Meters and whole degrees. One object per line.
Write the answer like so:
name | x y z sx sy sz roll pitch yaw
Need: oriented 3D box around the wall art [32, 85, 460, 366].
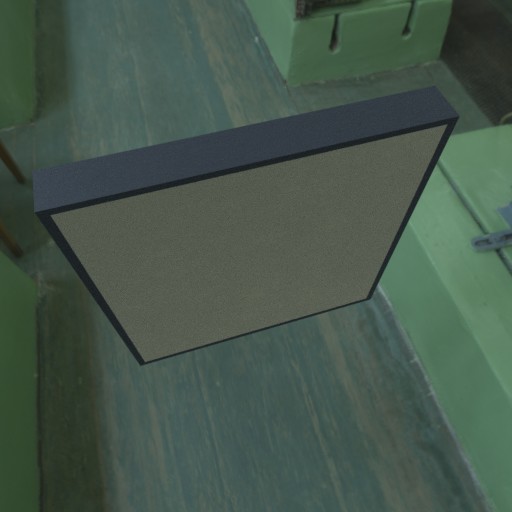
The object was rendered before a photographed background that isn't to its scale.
wall art | 0.000 0.000 0.438 0.302 0.300 0.036 -15 59 -9
